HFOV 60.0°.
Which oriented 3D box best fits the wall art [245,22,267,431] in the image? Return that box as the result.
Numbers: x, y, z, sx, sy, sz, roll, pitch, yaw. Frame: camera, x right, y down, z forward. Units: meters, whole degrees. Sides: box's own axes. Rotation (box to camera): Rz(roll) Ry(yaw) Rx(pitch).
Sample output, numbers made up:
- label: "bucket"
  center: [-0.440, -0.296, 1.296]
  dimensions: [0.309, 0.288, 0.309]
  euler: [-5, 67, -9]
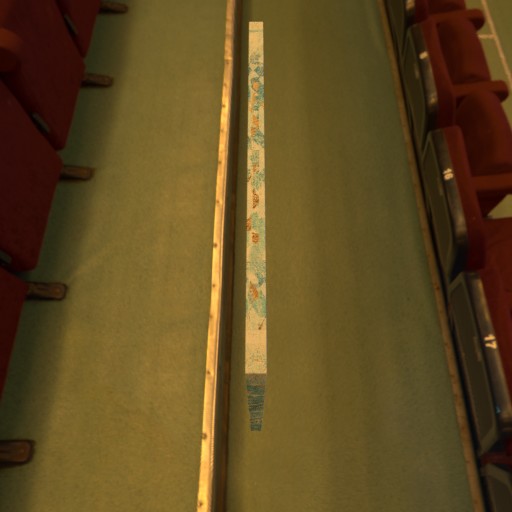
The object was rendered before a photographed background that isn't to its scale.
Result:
- label: "wall art"
  center: [0.000, 0.000, 1.364]
  dimensions: [0.040, 0.916, 0.916]
  euler: [0, 63, 0]
